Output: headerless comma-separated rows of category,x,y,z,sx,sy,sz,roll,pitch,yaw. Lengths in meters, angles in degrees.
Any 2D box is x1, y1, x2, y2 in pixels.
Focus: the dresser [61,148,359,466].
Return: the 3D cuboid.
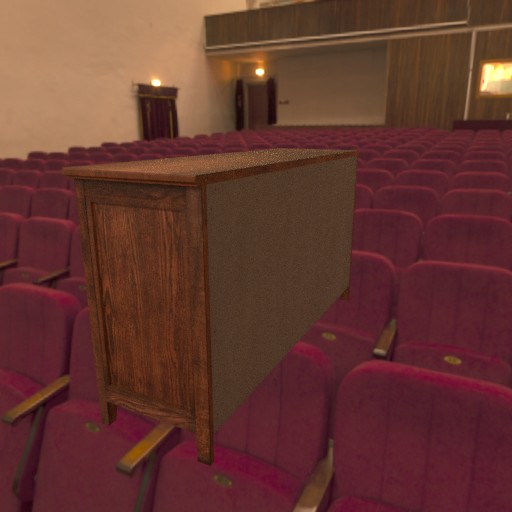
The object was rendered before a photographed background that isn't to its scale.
dresser,0.000,0.000,1.941,0.463,0.856,1.551,8,18,26
